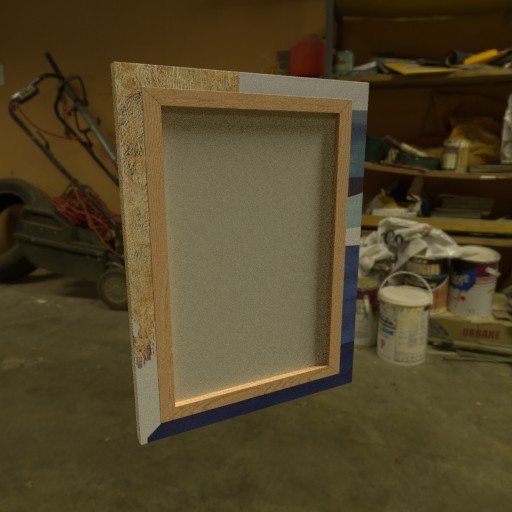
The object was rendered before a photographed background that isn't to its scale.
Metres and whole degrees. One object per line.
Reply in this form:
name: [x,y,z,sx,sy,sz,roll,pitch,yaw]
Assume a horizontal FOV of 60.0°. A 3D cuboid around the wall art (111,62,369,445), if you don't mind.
wall art: [0.000,0.000,0.802,0.458,0.613,0.026,-7,15,-27]
